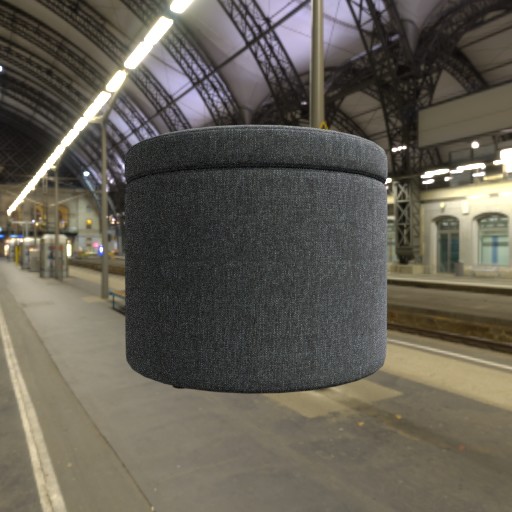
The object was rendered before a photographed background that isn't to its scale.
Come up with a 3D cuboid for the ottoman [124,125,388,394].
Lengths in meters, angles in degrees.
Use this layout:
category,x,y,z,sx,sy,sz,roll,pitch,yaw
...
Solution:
category,x,y,z,sx,sy,sz,roll,pitch,yaw
ottoman,0.000,0.000,0.881,0.500,0.419,0.500,0,1,0
